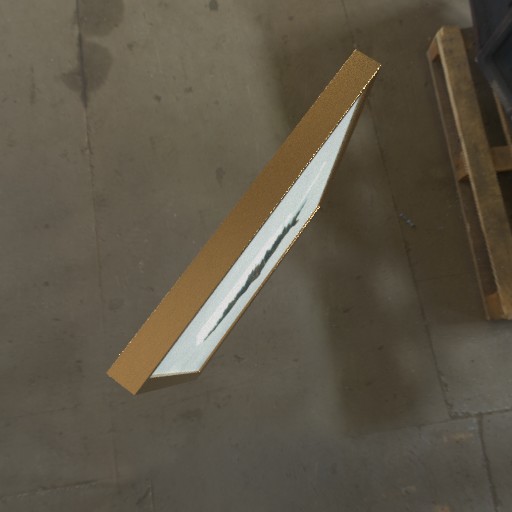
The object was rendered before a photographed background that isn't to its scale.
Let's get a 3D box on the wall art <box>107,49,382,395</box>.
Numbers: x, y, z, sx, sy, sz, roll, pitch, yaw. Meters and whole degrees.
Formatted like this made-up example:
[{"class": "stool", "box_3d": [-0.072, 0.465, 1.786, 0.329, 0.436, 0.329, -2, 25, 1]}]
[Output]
[{"class": "wall art", "box_3d": [0.000, 0.000, 0.780, 0.040, 0.509, 0.509, 35, 79, 8]}]
